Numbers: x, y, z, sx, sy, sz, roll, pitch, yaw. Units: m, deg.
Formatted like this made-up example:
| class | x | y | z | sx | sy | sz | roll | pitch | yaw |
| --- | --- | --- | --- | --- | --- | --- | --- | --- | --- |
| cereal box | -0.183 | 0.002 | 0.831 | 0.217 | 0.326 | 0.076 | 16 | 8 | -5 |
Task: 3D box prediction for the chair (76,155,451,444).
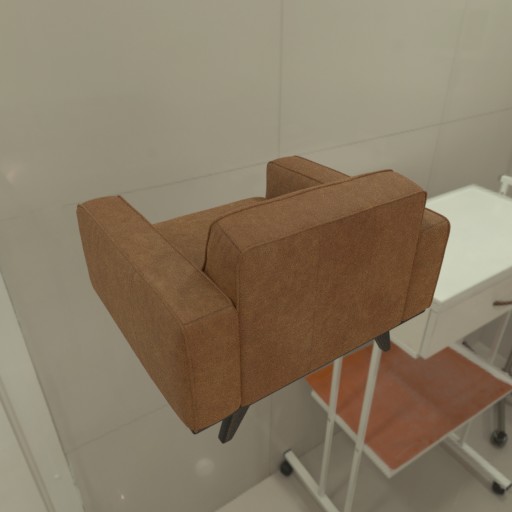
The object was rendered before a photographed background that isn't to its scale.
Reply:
| class | x | y | z | sx | sy | sz | roll | pitch | yaw |
| --- | --- | --- | --- | --- | --- | --- | --- | --- | --- |
| chair | 0.000 | 0.000 | 1.752 | 1.118 | 0.782 | 0.952 | -19 | 35 | -29 |
